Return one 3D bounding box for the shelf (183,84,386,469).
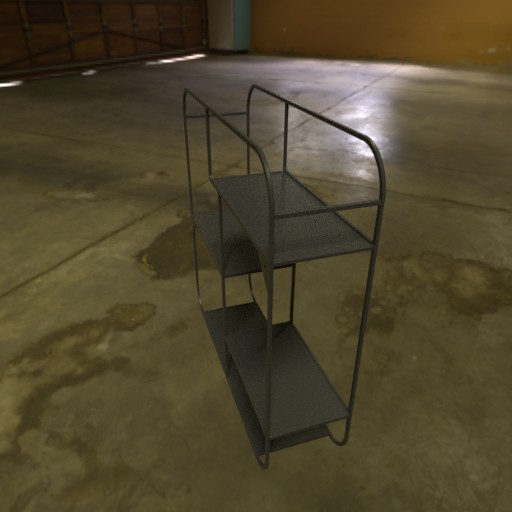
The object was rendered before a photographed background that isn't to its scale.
[{"bbox_3d":[0.000,0.000,0.922,0.160,0.600,0.600,-9,31,-16],"label":"shelf"}]
